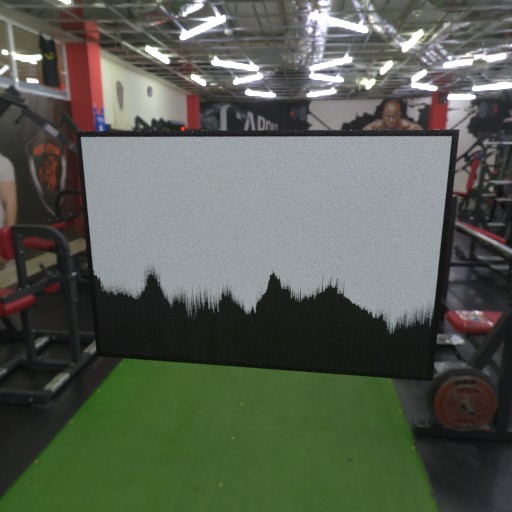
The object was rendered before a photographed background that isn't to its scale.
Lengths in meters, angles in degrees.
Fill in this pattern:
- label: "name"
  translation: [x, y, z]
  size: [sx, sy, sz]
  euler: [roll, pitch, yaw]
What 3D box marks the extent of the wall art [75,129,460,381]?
- label: "wall art"
  translation: [0.000, 0.000, 0.817]
  size: [0.659, 0.446, 0.022]
  euler: [2, 14, 8]
